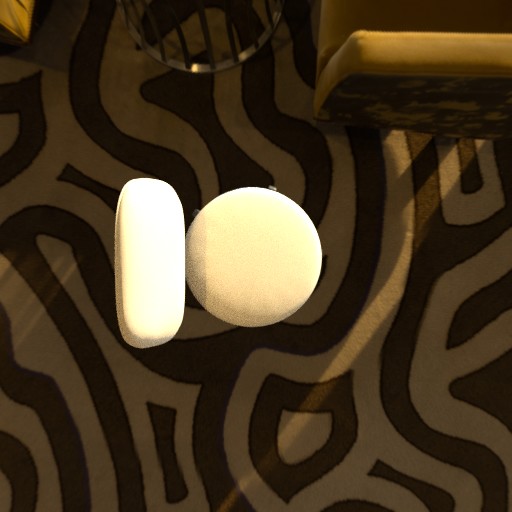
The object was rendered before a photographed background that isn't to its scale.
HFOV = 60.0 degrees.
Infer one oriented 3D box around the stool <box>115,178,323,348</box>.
[{"bbox_3d":[0.000,0.000,1.480,0.616,1.080,0.609,0,91,-1],"label":"stool"}]
